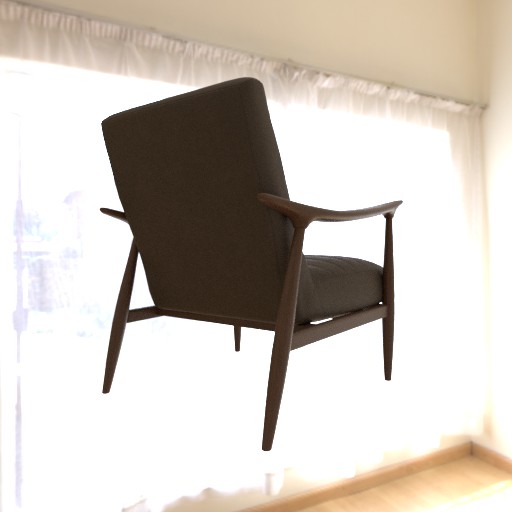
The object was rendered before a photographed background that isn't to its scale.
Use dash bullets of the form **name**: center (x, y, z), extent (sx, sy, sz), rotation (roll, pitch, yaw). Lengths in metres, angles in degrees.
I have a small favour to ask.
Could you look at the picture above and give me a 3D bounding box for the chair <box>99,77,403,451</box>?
- **chair**: center (0.000, 0.000, 1.436), extent (0.741, 0.831, 0.798), rotation (1, 2, 38)
